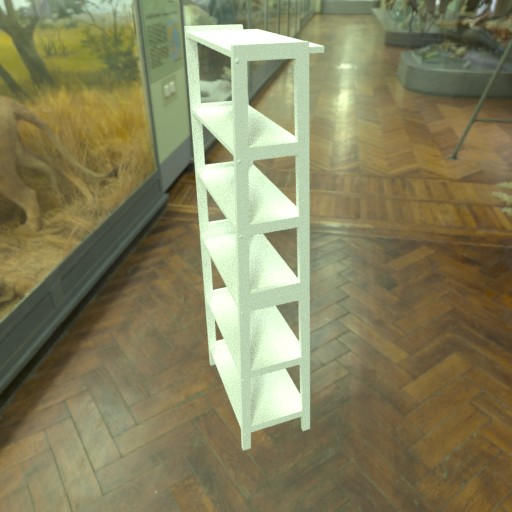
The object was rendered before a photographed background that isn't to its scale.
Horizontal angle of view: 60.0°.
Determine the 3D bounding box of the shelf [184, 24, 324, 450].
[{"bbox_3d":[0.000,0.000,2.091,0.381,1.892,0.660,-11,34,-17],"label":"shelf"}]
